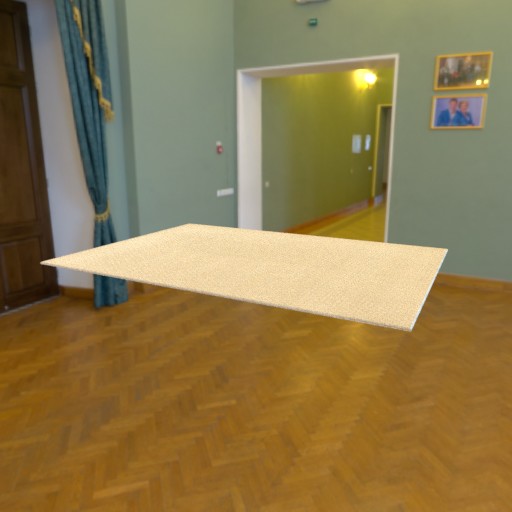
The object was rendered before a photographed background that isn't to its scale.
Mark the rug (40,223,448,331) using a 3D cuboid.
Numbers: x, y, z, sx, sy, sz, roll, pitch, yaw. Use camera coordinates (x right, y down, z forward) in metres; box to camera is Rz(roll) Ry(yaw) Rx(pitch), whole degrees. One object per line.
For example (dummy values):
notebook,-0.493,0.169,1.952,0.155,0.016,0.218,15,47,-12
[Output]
rug,0.000,0.000,2.839,2.144,0.013,1.509,7,16,27
